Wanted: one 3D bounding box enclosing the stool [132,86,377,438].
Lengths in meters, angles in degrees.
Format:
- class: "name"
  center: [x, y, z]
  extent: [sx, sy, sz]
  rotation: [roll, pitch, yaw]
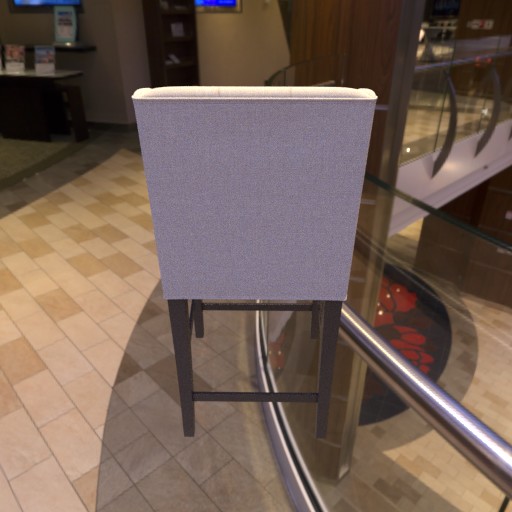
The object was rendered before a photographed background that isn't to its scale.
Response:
- class: "stool"
  center: [0.000, 0.000, 1.211]
  extent: [0.474, 0.939, 0.509]
  rotation: [0, 29, 1]
